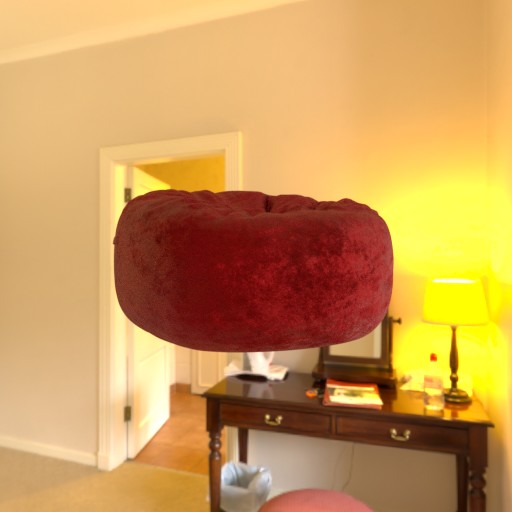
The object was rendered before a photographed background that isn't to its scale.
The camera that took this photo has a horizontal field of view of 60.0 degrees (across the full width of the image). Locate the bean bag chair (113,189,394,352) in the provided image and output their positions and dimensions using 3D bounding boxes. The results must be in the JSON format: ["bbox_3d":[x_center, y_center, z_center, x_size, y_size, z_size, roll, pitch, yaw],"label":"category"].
[{"bbox_3d":[0.000,0.000,2.482,1.524,0.878,1.524,0,0,-18],"label":"bean bag chair"}]
